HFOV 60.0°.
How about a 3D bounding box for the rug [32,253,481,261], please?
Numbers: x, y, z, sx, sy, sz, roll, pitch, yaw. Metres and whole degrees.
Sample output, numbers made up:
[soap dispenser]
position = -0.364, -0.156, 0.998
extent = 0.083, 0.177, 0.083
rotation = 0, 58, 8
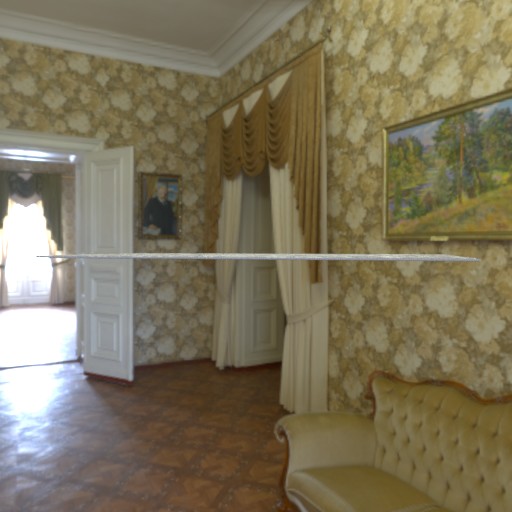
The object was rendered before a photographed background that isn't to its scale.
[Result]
[rug]
position = 0.000, 0.000, 1.437
extent = 1.219, 0.007, 0.604
rotation = 0, 1, 17
